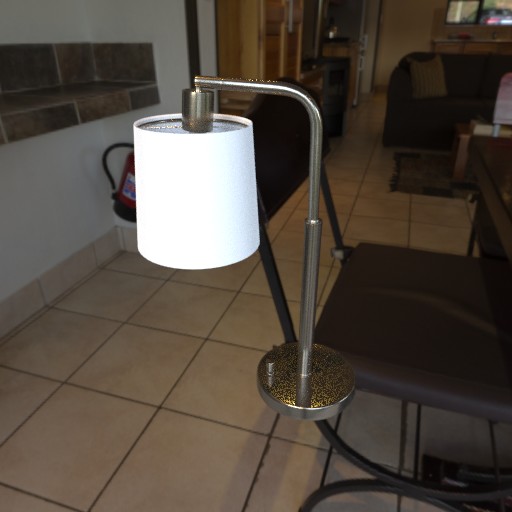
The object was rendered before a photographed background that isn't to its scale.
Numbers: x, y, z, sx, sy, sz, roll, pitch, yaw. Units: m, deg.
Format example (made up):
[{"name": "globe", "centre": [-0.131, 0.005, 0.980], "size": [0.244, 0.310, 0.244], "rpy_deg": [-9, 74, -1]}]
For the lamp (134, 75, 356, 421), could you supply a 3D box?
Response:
[{"name": "lamp", "centre": [0.000, 0.000, 0.645], "size": [0.333, 0.489, 0.171], "rpy_deg": [0, 26, -1]}]
